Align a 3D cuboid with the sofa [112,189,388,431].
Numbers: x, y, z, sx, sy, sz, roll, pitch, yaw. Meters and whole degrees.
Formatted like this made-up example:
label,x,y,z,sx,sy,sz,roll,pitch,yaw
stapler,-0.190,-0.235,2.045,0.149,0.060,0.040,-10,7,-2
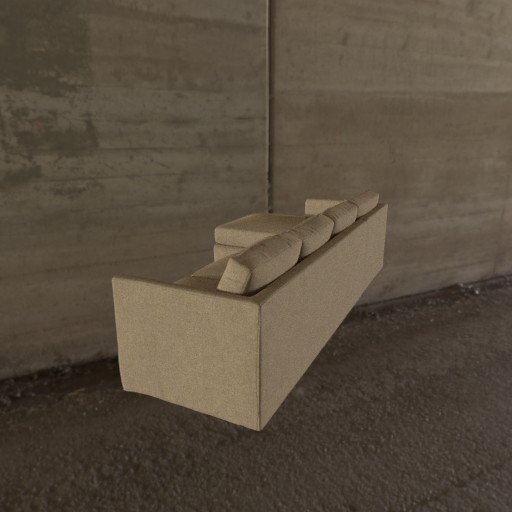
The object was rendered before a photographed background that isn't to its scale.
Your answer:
label,x,y,z,sx,sy,sz,roll,pitch,yaw
sofa,0.000,0.000,3.852,1.638,0.920,3.198,8,18,25
